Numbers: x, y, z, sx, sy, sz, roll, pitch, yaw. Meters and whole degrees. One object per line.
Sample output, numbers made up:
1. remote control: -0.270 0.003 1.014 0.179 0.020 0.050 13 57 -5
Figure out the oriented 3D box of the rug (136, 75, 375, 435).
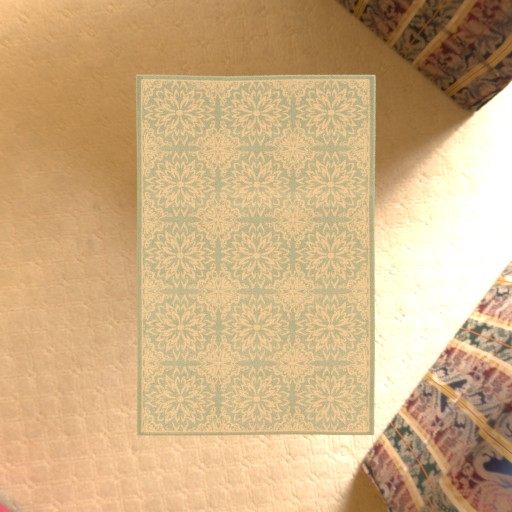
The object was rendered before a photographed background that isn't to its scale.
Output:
1. rug: 0.000 0.000 3.376 1.819 0.018 2.746 0 91 0
